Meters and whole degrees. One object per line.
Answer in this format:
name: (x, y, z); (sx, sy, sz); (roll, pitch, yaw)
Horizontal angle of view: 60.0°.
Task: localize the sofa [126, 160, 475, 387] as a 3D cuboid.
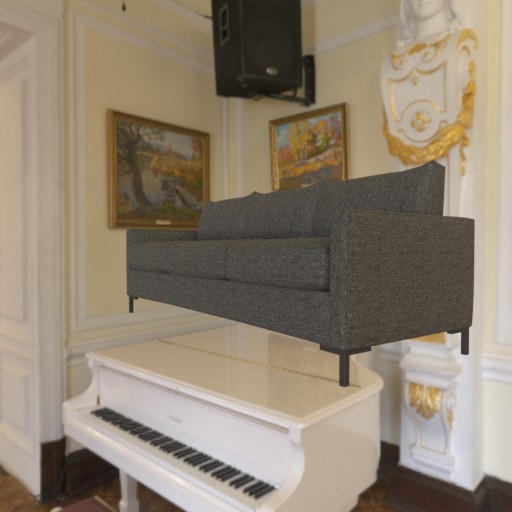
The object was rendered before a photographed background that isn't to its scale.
sofa: (0.000, 0.000, 2.667); (0.876, 0.879, 2.253); (-1, 2, -36)
